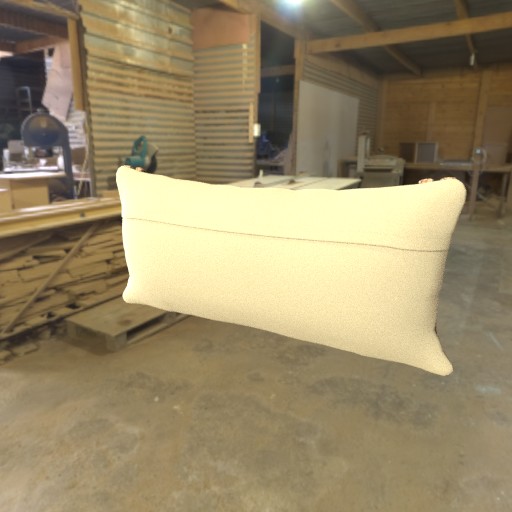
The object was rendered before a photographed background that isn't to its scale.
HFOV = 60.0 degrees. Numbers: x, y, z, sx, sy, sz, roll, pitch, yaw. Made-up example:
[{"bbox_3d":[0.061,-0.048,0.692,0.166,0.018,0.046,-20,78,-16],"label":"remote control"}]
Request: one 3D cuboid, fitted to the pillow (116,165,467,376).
[{"bbox_3d":[0.000,0.000,0.742,0.635,0.282,0.139,8,17,28],"label":"pillow"}]
